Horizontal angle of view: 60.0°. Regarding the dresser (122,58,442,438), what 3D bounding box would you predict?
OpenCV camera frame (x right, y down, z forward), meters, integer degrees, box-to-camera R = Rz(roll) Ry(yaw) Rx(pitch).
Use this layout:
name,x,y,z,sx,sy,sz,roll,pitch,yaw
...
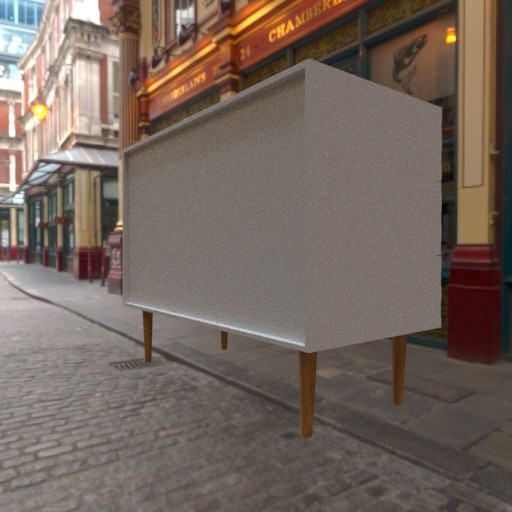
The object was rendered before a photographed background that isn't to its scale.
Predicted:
name,x,y,z,sx,sy,sz,roll,pitch,yaw
dresser,0.000,0.000,1.299,0.457,0.721,0.905,0,1,-38
